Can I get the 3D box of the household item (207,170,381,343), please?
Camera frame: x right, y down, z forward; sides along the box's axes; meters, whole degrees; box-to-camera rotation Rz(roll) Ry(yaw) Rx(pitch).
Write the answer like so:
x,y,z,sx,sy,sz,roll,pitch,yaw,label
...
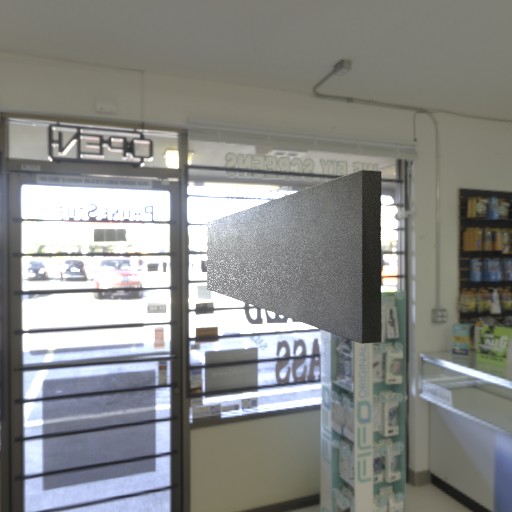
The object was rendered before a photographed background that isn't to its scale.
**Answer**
x,y,z,sx,sy,sz,roll,pitch,yaw,label
0.000,0.000,1.078,0.030,0.236,1.001,0,0,-18,household item
